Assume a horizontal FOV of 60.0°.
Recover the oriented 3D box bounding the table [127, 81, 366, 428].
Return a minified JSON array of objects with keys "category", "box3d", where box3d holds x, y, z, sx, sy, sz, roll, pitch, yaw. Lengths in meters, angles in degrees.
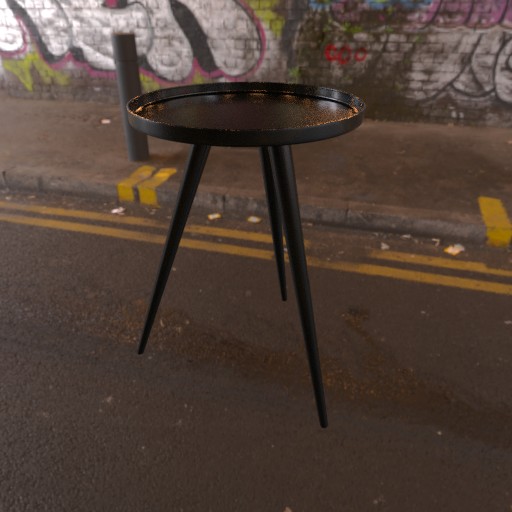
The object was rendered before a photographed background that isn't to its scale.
[{"category":"table","box3d":[0.000,0.000,0.823,0.403,0.548,0.415,-18,35,-29]}]
